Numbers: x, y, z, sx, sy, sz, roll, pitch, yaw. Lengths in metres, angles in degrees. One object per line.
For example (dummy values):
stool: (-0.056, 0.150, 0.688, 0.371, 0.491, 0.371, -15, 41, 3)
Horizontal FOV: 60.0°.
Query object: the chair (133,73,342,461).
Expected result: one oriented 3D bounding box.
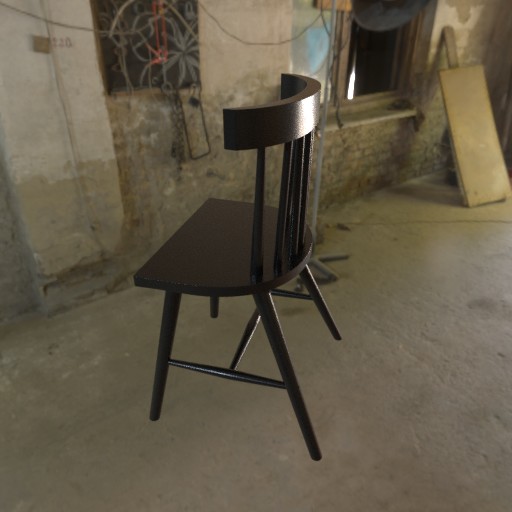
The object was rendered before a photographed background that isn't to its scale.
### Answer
chair: (0.000, 0.000, 1.172, 0.483, 0.844, 0.506, 8, 31, 14)
